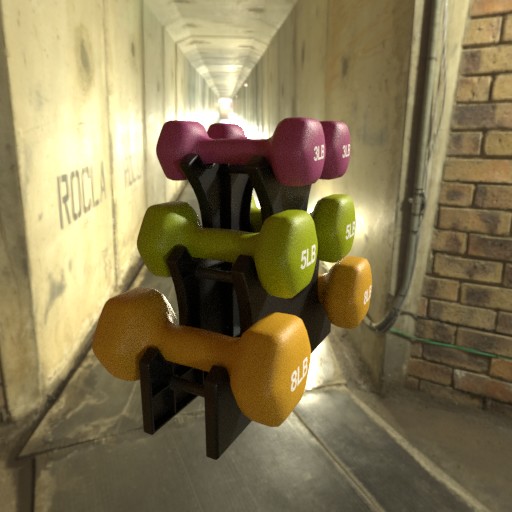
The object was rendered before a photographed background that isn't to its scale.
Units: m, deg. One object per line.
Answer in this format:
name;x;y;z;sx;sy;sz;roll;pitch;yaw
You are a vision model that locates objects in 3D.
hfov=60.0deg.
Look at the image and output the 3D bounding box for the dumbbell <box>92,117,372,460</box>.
dumbbell;0.000;0.000;0.464;0.190;0.271;0.300;8;16;27
